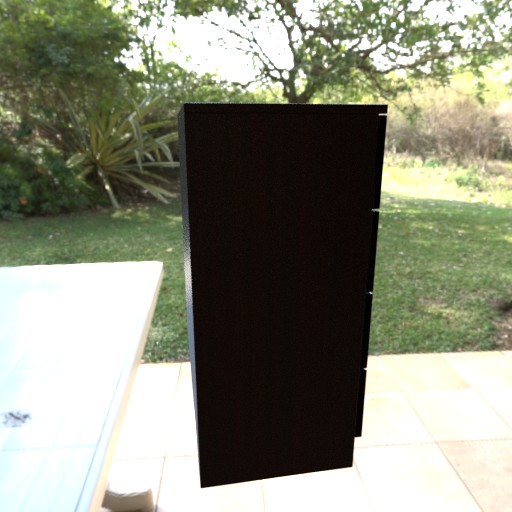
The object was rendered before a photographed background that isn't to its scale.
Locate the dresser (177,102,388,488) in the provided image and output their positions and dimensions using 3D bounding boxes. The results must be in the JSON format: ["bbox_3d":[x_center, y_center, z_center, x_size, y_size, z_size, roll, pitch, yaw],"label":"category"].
[{"bbox_3d":[0.000,0.000,1.156,0.360,0.720,0.750,-3,17,-10],"label":"dresser"}]
